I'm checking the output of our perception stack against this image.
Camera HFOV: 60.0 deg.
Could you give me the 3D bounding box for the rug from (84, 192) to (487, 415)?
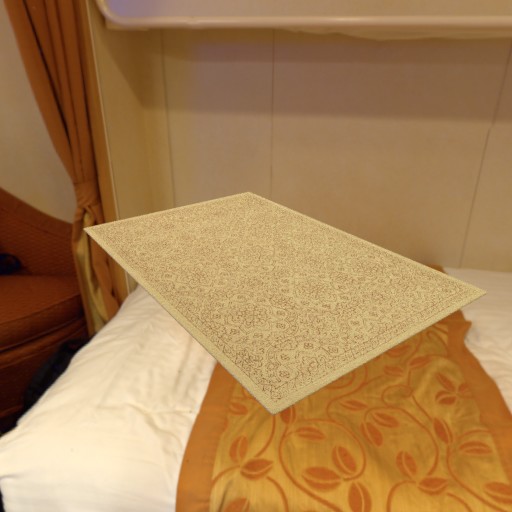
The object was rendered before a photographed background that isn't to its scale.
[{"bbox_3d":[0.000,0.000,2.310,1.219,0.010,1.829,-18,31,-32],"label":"rug"}]
